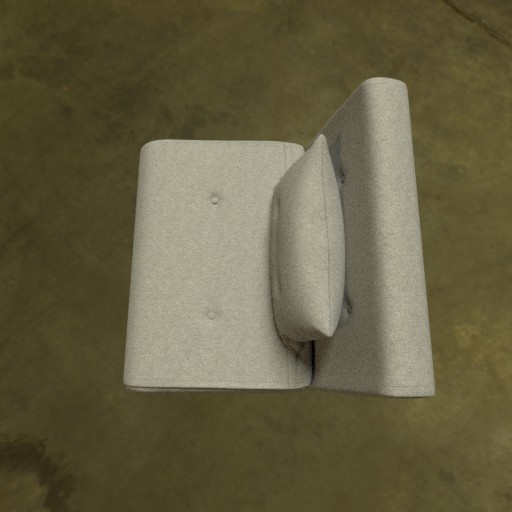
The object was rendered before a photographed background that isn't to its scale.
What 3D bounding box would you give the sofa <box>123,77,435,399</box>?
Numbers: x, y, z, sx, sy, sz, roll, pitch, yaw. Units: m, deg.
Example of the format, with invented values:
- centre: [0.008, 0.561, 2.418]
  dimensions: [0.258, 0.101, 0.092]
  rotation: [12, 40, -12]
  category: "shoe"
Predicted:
- centre: [0.000, 0.000, 1.699]
  dimensions: [1.000, 0.825, 1.020]
  rotation: [0, 76, 0]
  category: "sofa"
